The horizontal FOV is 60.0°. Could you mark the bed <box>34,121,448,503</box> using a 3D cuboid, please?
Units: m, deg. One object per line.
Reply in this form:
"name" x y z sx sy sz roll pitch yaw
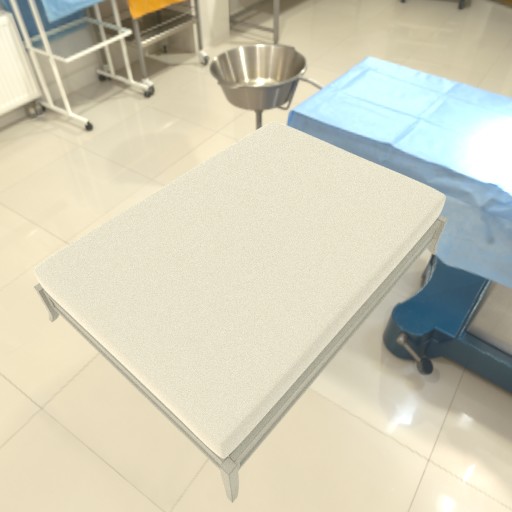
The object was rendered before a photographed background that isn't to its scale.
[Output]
"bed" 0.000 0.000 2.572 1.460 0.510 1.985 32 55 27
